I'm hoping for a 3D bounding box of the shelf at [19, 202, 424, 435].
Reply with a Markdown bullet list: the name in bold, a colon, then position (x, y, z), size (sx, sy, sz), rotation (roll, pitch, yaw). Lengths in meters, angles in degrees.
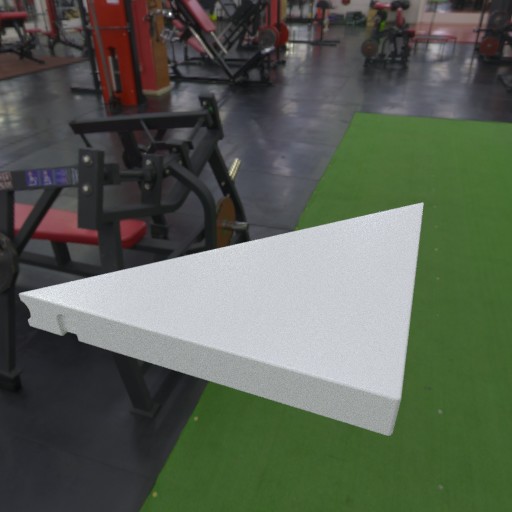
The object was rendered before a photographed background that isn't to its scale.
- **shelf**: position (0.000, 0.000, 0.434), size (0.296, 0.035, 0.296), rotation (11, 34, 17)
